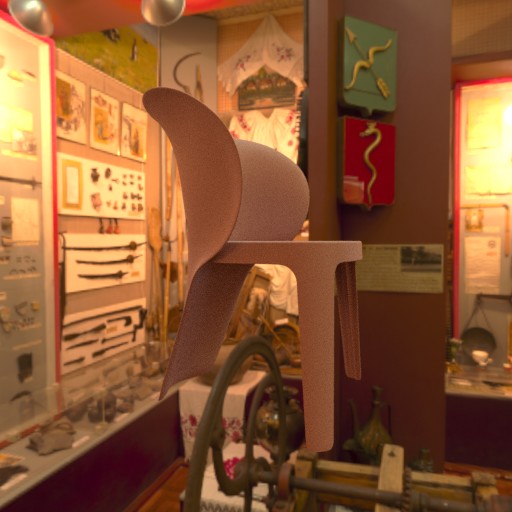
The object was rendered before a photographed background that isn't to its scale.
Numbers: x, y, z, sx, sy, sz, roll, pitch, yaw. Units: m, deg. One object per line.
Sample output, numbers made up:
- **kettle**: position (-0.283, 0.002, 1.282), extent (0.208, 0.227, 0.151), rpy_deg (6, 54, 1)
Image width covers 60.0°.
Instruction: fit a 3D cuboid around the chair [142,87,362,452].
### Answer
- **chair**: position (0.000, 0.000, 0.863), extent (0.402, 0.554, 0.451), rpy_deg (1, 2, 20)
